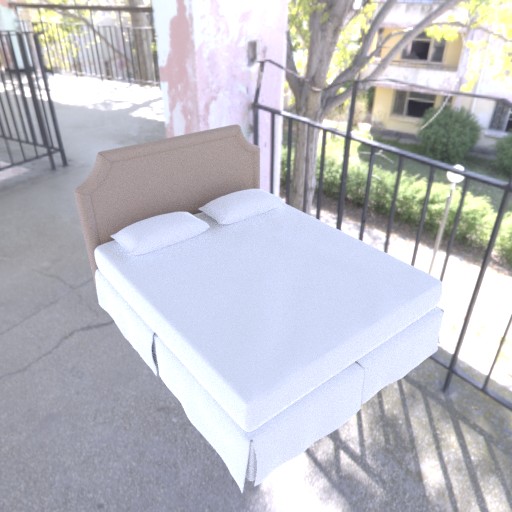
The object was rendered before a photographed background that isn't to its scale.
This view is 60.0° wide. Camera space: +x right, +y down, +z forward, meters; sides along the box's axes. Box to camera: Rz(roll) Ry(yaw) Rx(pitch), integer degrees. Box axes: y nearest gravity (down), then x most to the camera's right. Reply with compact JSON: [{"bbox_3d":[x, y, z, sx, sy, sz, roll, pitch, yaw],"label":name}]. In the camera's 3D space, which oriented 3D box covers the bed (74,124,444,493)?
[{"bbox_3d":[0.000,0.000,4.072,2.350,1.590,2.773,-22,38,-32],"label":"bed"}]
